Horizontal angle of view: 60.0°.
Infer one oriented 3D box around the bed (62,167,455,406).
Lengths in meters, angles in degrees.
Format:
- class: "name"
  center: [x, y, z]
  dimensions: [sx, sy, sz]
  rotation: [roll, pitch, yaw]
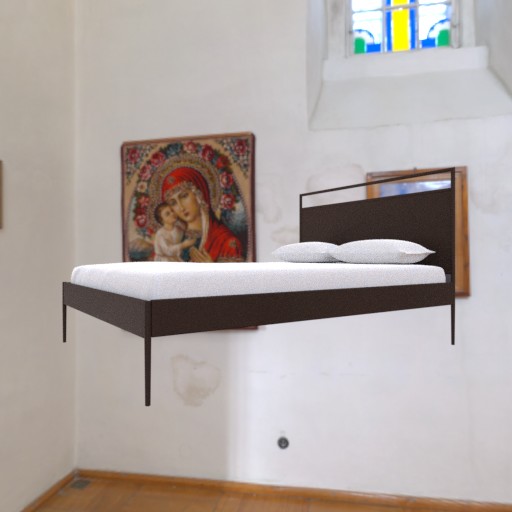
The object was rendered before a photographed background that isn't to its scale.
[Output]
- class: "bed"
  center: [0.000, 0.000, 2.971]
  dimensions: [2.122, 1.173, 1.572]
  rotation: [0, 0, -35]
